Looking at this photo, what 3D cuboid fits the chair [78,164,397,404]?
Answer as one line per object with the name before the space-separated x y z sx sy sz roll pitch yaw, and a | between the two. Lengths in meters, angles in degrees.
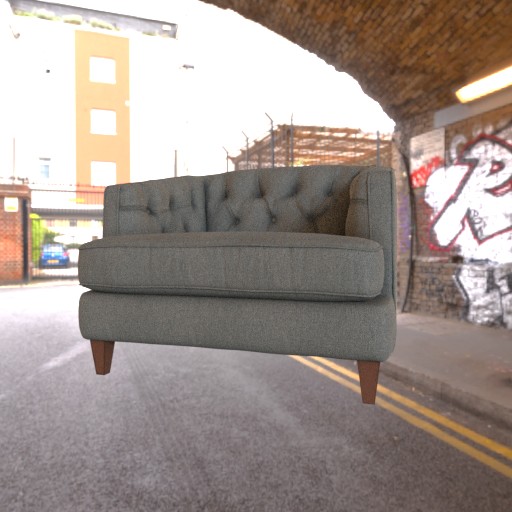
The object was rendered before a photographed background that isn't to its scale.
chair | 0.000 0.000 1.794 1.094 0.852 0.945 0 1 18
